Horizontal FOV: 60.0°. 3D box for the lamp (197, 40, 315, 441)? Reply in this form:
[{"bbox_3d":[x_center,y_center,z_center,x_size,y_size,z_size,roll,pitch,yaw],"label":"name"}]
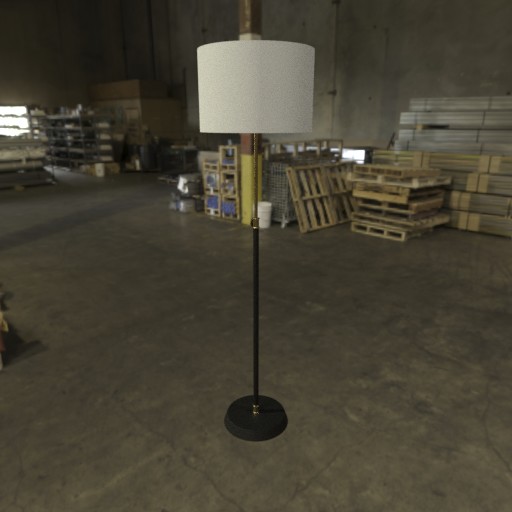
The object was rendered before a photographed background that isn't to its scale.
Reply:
[{"bbox_3d":[0.000,0.000,1.748,0.404,1.517,0.404,16,23,42],"label":"lamp"}]
